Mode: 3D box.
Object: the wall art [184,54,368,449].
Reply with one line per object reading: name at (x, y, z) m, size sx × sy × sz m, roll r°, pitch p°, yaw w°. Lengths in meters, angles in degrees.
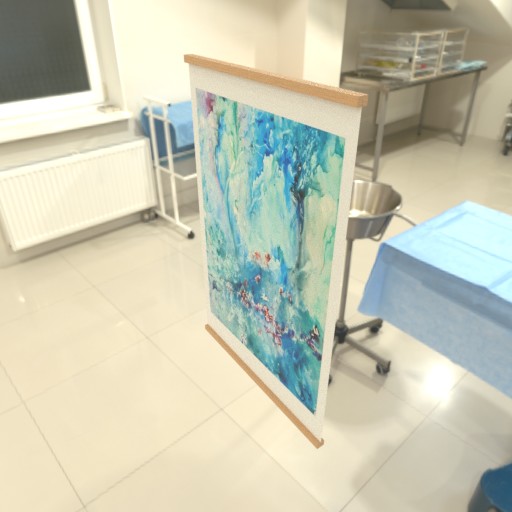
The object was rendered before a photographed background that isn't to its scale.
wall art at (0.000, 0.000, 0.652) m, size 0.013 × 0.510 × 0.335 m, roll -21°, pitch 37°, yaw -30°
